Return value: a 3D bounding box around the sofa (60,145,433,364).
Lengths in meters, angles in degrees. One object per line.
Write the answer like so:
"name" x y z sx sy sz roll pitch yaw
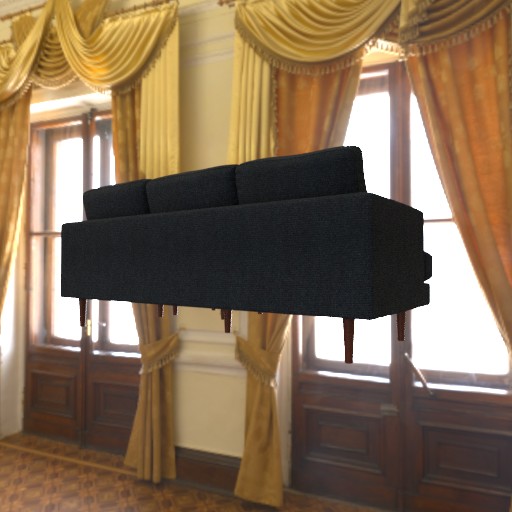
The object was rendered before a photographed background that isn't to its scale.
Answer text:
"sofa" 0.000 0.000 2.989 2.233 0.956 1.504 -1 -2 36
